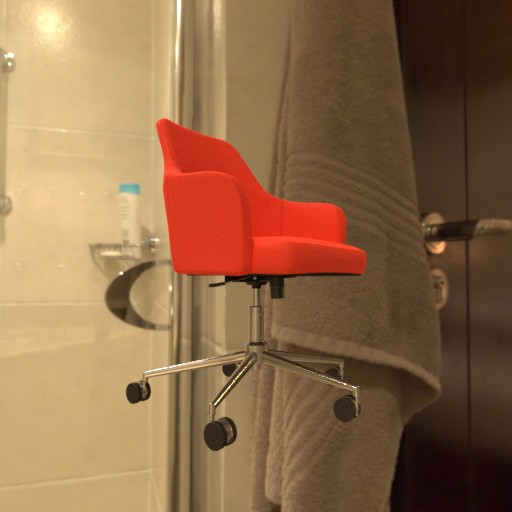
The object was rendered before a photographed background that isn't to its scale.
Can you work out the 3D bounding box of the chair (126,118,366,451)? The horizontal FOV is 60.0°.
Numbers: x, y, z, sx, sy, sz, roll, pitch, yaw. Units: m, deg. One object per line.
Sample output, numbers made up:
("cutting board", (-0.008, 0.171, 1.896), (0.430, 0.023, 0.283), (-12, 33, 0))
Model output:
("chair", (0.000, 0.000, 1.255), (0.600, 0.820, 0.655), (-2, -3, 35))
